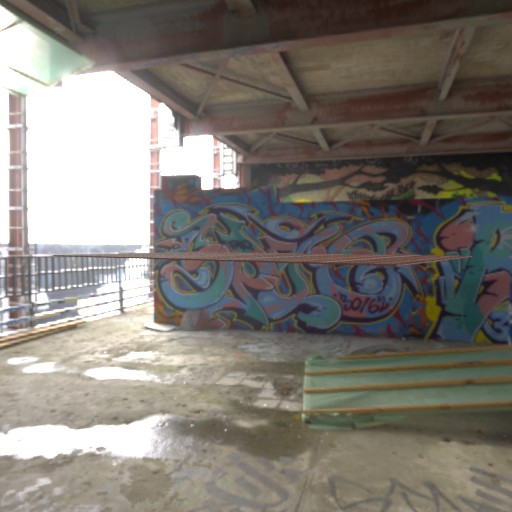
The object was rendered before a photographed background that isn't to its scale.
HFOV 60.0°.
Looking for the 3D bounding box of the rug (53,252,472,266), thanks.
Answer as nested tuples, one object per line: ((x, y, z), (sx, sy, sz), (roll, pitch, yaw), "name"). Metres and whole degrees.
((0.000, 0.000, 3.019), (2.438, 0.008, 1.523), (1, 2, 36), "rug")
